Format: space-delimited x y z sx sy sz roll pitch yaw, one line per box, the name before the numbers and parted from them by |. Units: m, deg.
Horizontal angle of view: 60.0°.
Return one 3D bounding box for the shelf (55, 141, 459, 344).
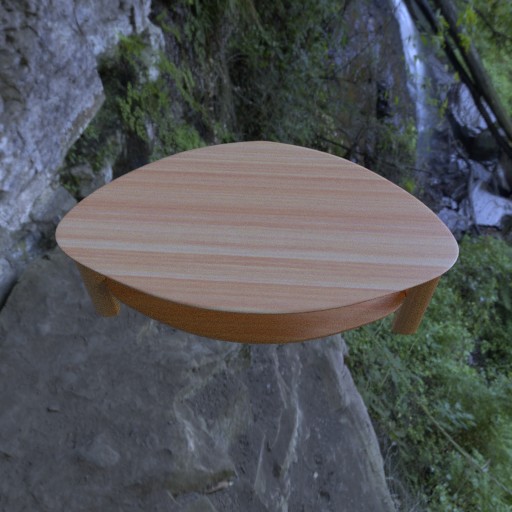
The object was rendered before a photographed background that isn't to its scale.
shelf | 0.000 0.000 1.618 1.246 0.440 0.845 3 46 3
